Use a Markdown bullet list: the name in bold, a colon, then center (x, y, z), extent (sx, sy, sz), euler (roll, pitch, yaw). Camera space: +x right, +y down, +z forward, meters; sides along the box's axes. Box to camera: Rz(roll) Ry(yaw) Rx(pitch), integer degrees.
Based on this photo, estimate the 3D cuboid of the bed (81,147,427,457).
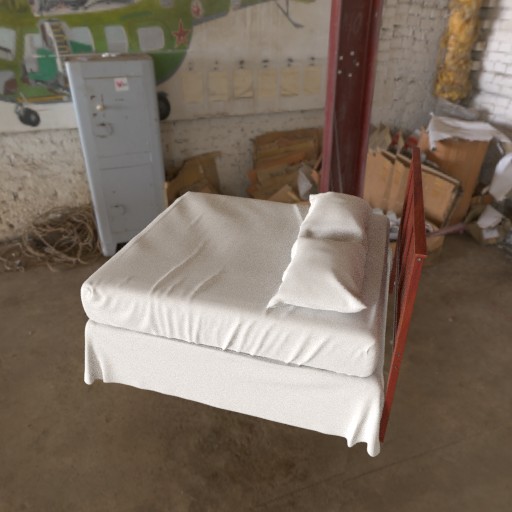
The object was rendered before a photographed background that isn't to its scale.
- **bed**: center (0.000, 0.000, 3.152), extent (2.050, 1.270, 1.870), euler (9, 31, 14)
